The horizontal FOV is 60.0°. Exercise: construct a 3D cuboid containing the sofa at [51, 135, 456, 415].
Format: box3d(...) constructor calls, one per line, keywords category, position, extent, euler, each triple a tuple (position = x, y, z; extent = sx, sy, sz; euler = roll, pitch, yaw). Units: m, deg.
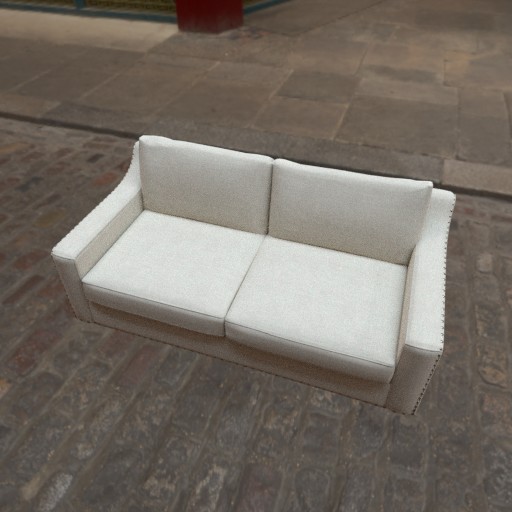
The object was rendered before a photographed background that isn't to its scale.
box3d(category="sofa", position=(0.000, 0.000, 2.680), extent=(2.107, 0.983, 1.104), euler=(13, 43, 14))
